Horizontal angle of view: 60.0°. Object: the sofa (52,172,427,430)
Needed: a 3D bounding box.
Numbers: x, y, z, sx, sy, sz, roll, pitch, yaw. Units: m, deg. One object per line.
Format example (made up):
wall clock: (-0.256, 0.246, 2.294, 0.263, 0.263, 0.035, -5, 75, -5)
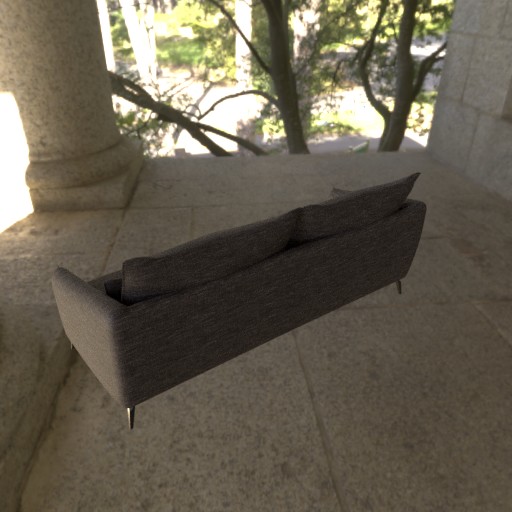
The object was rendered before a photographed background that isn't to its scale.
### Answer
sofa: (0.000, 0.000, 2.473, 2.019, 0.843, 0.807, -19, 35, -30)
